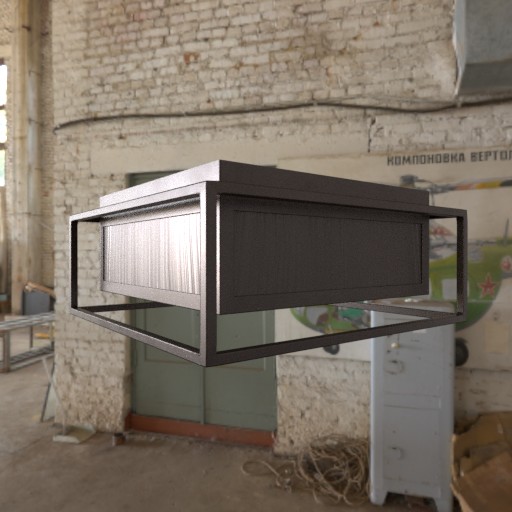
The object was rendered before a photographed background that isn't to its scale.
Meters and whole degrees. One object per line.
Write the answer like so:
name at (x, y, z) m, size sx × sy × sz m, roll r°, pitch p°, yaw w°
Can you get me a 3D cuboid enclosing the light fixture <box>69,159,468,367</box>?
light fixture at (0.000, 0.000, 0.690) m, size 0.441 × 0.191 × 0.441 m, roll 0°, pitch 0°, yaw -37°
